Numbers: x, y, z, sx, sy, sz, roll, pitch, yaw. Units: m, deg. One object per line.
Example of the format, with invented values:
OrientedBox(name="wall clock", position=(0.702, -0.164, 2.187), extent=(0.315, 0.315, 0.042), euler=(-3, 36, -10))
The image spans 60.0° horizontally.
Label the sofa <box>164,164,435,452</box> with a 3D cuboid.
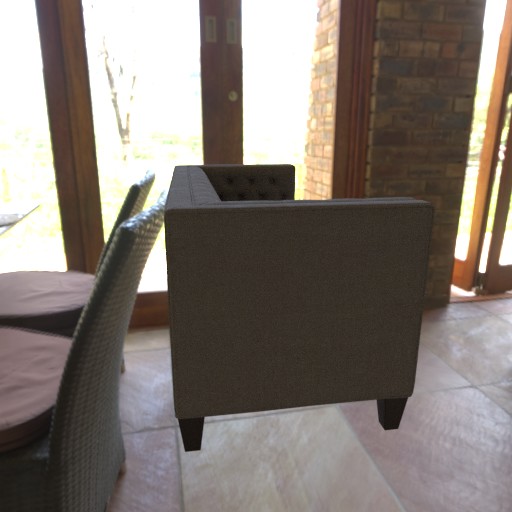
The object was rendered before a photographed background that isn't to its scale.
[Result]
OrientedBox(name="sofa", position=(0.000, 0.000, 2.148), extent=(0.775, 0.762, 1.778), euler=(-2, 16, -9))
